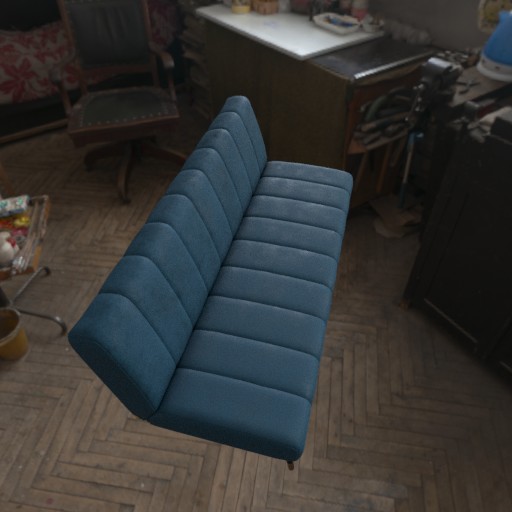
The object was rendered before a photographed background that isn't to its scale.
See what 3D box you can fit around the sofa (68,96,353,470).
[{"bbox_3d":[0.000,0.000,2.266,0.830,0.825,1.810,11,46,10],"label":"sofa"}]
